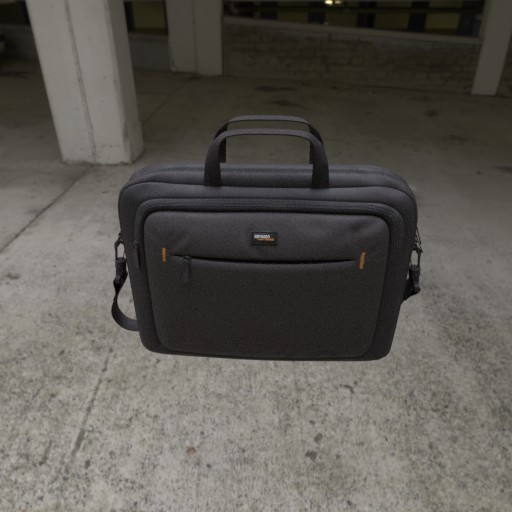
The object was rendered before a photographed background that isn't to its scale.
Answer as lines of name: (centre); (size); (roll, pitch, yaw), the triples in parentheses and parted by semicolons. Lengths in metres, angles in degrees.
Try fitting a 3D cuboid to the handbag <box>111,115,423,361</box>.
handbag: (0.000, 0.000, 0.420); (0.320, 0.244, 0.089); (1, 31, 2)
